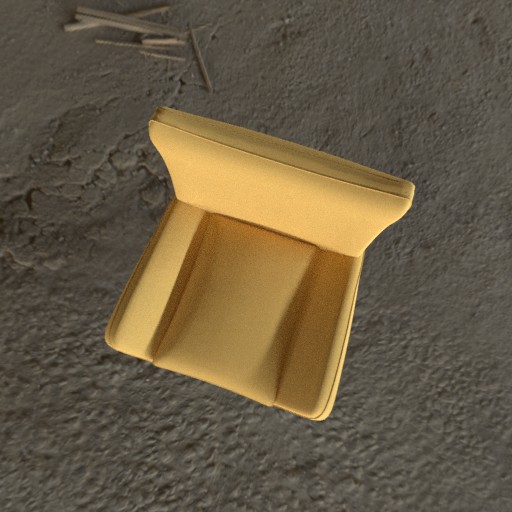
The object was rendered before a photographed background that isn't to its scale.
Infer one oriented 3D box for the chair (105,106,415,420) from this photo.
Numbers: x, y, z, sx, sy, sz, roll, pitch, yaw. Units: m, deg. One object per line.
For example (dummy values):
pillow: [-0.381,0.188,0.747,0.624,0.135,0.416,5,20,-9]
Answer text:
chair: [0.000,0.000,1.690,0.859,0.855,1.008,18,76,5]
